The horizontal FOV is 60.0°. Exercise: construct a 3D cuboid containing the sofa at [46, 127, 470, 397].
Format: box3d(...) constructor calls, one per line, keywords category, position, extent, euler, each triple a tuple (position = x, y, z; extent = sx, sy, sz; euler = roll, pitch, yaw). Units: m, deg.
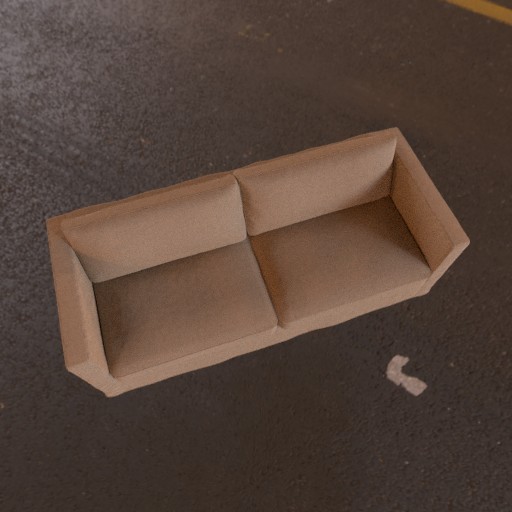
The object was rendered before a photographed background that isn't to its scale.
box3d(category="sofa", position=(0.000, 0.000, 2.770), extent=(2.296, 0.847, 0.956), euler=(-16, 64, -8))
